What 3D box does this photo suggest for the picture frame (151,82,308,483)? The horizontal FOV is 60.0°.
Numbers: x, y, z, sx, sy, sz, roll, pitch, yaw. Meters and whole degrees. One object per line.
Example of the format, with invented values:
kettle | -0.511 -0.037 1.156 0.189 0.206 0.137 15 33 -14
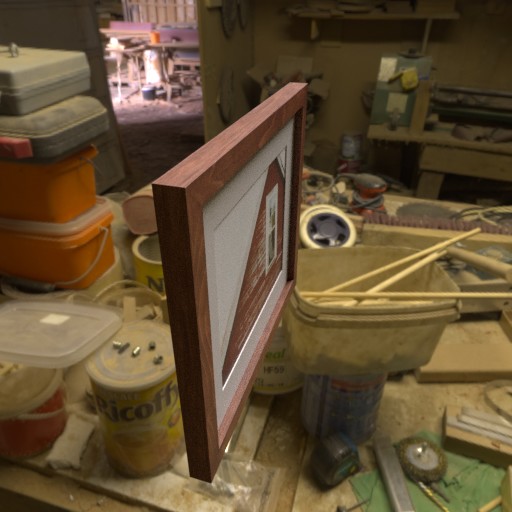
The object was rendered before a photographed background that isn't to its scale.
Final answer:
picture frame | 0.000 0.000 0.534 0.025 0.330 0.381 9 33 15
